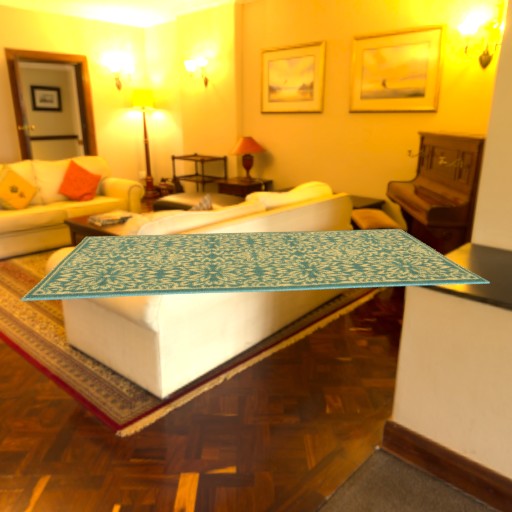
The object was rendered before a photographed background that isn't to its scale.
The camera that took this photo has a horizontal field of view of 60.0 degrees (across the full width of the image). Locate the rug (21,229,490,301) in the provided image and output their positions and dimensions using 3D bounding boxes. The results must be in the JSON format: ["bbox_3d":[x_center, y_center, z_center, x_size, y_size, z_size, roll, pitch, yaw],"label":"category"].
[{"bbox_3d":[0.000,0.000,1.429,1.219,0.007,0.604,-2,17,-5],"label":"rug"}]
